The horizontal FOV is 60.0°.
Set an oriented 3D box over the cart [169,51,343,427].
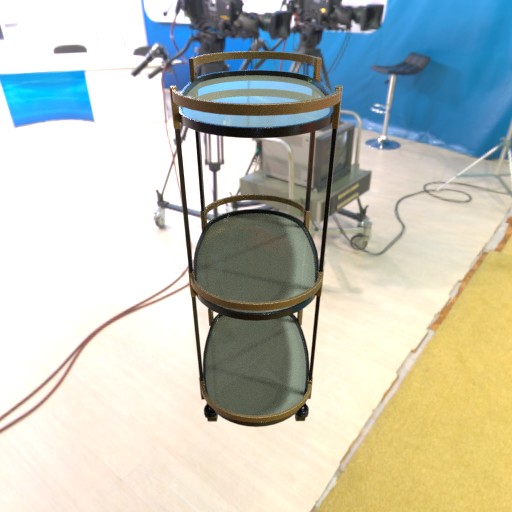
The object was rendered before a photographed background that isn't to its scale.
[{"bbox_3d":[0.000,0.000,1.126,0.311,0.885,0.515,0,33,0],"label":"cart"}]
